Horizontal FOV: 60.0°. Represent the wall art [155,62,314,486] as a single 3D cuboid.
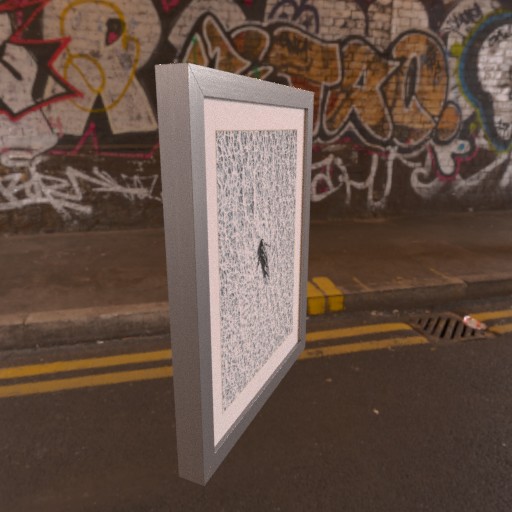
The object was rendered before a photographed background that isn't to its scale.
[{"bbox_3d":[0.000,0.000,0.517,0.030,0.379,0.308,7,18,23],"label":"wall art"}]
